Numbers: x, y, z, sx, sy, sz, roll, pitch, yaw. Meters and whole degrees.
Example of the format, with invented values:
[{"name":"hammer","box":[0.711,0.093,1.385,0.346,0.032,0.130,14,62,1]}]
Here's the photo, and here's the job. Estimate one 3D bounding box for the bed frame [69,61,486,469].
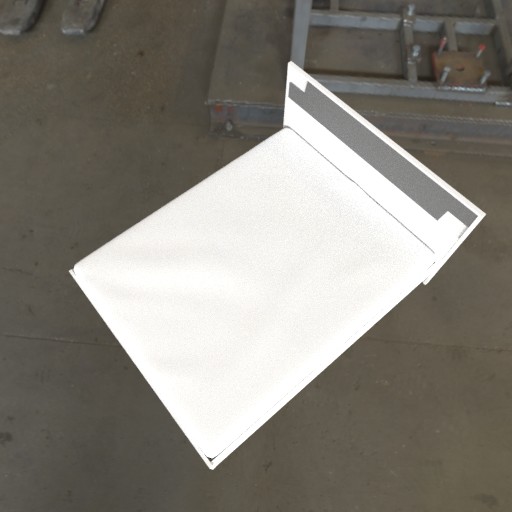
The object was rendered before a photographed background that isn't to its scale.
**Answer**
[{"name":"bed frame","box":[0.000,0.000,3.043,2.100,1.001,1.711,-37,68,-17]}]
